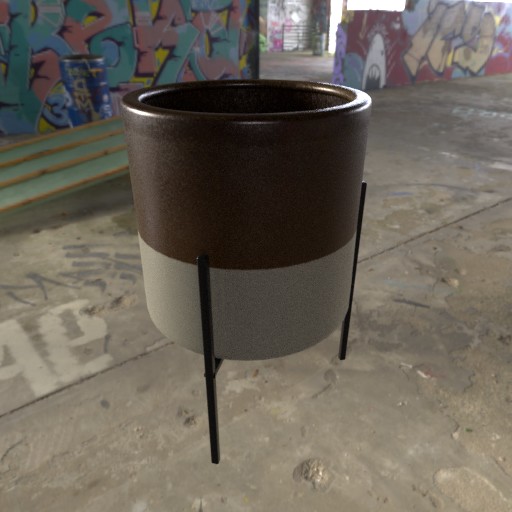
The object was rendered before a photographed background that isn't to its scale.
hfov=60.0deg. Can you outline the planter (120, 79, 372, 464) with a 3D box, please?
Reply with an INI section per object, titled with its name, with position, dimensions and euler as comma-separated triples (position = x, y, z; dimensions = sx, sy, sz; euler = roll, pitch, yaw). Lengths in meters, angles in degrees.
[planter]
position = 0.000, 0.000, 0.537
dimensions = 0.269, 0.375, 0.255
euler = -8, 29, -14
